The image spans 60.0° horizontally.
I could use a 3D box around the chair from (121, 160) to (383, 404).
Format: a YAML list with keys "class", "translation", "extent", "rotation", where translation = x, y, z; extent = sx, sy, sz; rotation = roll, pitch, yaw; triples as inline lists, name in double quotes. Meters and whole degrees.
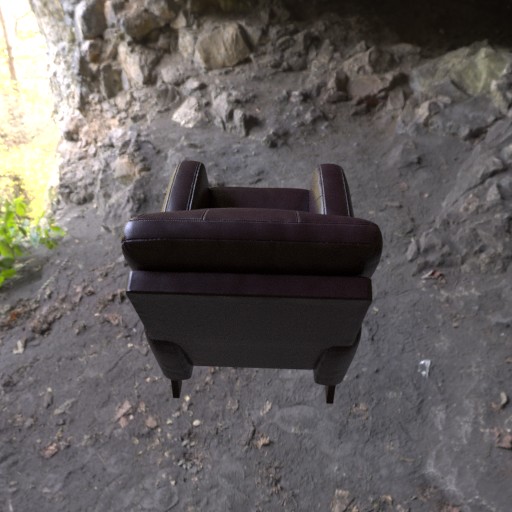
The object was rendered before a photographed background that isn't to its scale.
- class: "chair"
  translation: [0.000, 0.000, 1.676]
  extent: [0.762, 0.990, 0.990]
  rotation: [2, 47, 1]
